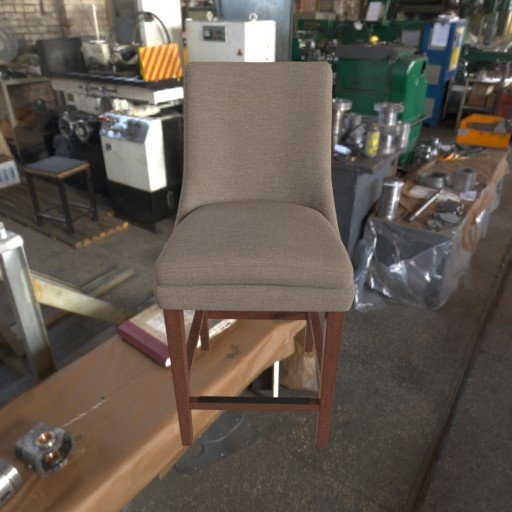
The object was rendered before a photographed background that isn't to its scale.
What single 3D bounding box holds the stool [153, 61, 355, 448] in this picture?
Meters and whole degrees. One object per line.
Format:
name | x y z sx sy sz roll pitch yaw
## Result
stool | 0.000 0.000 1.270 0.470 0.981 0.577 1 29 1
